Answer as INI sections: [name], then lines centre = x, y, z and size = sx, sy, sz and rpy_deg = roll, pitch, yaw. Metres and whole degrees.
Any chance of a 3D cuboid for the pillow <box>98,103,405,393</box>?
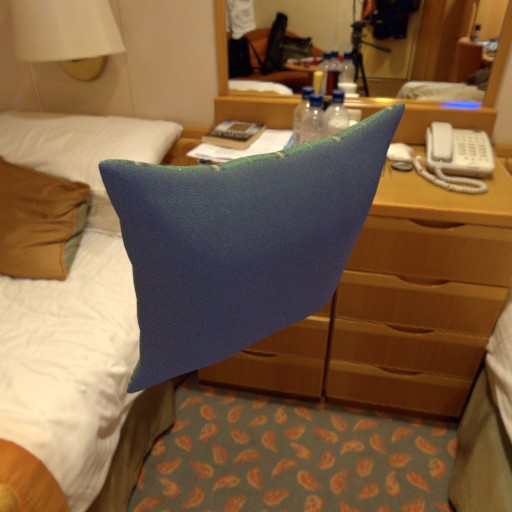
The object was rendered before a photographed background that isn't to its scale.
[pillow]
centre = 0.000, 0.000, 0.691
size = 0.453, 0.430, 0.200
rpy_deg = -20, 37, -29
